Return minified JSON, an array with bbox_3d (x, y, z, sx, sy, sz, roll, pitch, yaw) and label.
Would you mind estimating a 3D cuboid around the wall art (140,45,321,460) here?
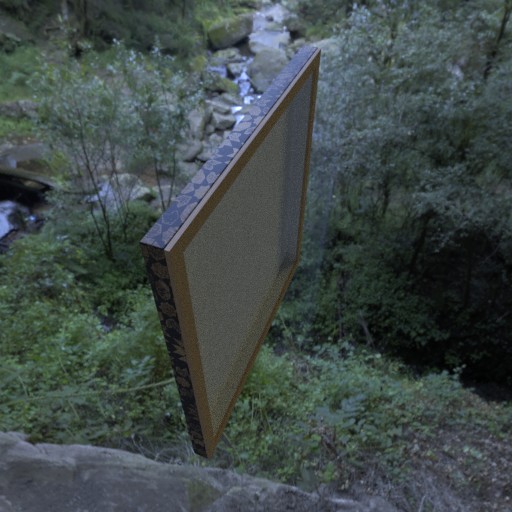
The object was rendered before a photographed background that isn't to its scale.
[{"bbox_3d":[0.000,0.000,0.901,0.038,0.612,0.612,16,48,15],"label":"wall art"}]
